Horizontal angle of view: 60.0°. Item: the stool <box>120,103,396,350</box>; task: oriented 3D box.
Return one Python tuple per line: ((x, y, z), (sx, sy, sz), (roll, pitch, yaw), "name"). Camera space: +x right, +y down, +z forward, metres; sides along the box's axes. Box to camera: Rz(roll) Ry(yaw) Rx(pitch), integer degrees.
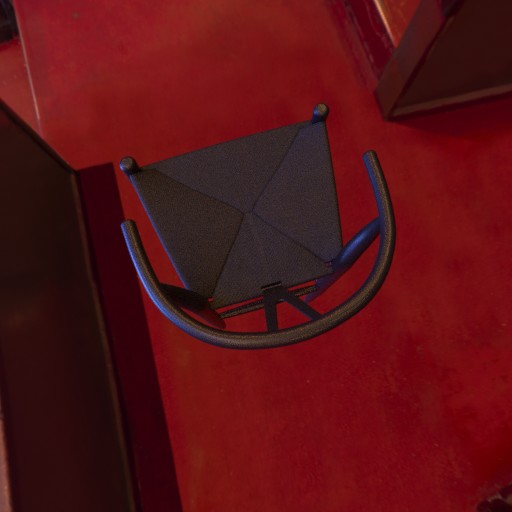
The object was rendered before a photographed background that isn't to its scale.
((0.000, 0.000, 1.369), (0.569, 1.072, 0.579), (-17, 78, -4), "stool")
